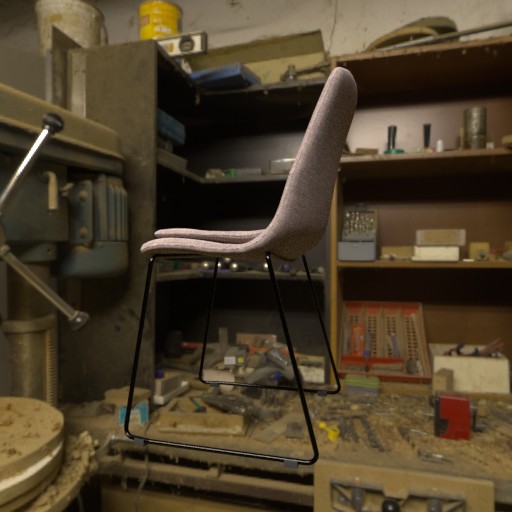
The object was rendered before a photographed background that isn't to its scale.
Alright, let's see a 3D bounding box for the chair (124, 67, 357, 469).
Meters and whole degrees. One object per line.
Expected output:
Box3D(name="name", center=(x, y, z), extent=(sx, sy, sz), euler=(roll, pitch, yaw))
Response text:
Box3D(name="chair", center=(0.000, 0.000, 1.169), extent=(0.518, 0.858, 0.479), euler=(0, 1, 16))
